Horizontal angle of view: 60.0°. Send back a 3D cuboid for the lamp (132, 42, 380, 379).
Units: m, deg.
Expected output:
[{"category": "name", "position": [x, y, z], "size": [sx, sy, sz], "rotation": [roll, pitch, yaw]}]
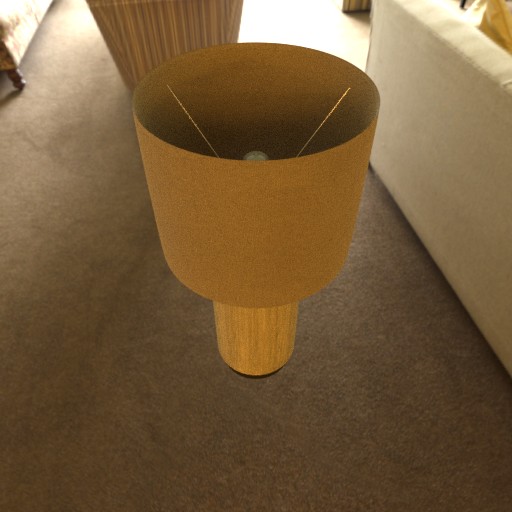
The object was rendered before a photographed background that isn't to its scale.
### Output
[{"category": "lamp", "position": [0.000, 0.000, 0.570], "size": [0.228, 0.444, 0.228], "rotation": [24, 51, 21]}]
